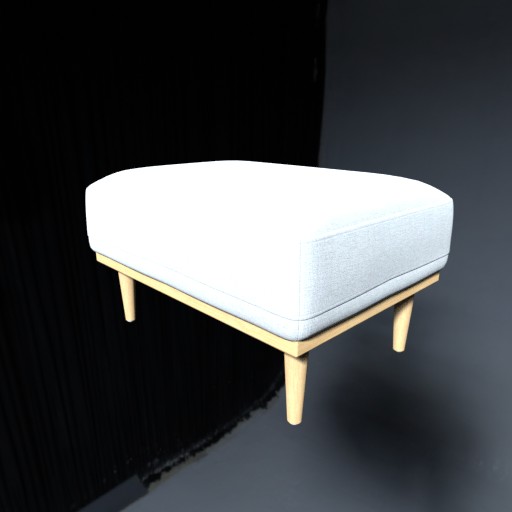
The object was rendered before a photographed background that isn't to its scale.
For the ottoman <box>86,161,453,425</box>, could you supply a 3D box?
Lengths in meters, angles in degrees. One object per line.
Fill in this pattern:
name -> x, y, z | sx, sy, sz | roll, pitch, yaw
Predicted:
ottoman -> 0.000, 0.000, 1.102 | 0.549, 0.428, 0.749 | -16, 23, -42
